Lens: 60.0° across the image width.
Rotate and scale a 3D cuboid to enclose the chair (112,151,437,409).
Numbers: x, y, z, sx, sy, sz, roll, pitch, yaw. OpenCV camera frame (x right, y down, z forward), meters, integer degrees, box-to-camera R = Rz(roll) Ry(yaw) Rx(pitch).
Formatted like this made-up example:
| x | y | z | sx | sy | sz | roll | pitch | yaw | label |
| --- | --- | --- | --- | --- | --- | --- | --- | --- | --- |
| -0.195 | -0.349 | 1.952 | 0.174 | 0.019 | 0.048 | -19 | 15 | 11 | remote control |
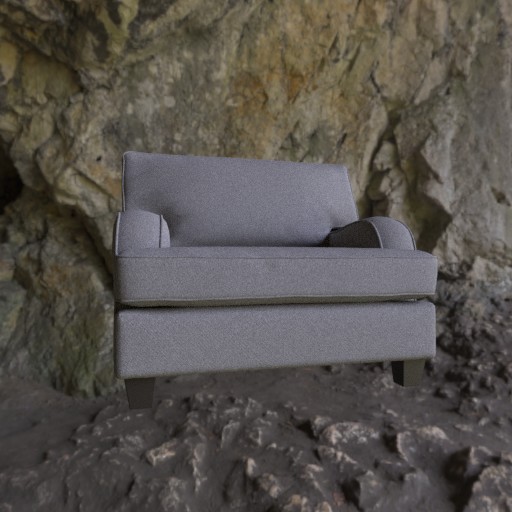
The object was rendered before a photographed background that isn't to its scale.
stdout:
| x | y | z | sx | sy | sz | roll | pitch | yaw | label |
| --- | --- | --- | --- | --- | --- | --- | --- | --- | --- |
| 0.000 | 0.000 | 2.019 | 1.220 | 1.016 | 1.040 | 0 | 0 | -15 | chair |
